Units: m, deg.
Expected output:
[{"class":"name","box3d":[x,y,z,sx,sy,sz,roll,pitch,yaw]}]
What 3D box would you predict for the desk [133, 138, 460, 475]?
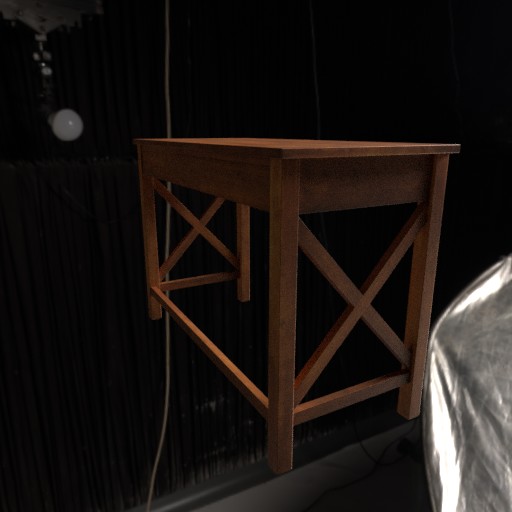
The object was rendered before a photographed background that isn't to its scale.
[{"class":"desk","box3d":[0.000,0.000,1.518,0.508,0.762,1.117,-9,18,-28]}]
